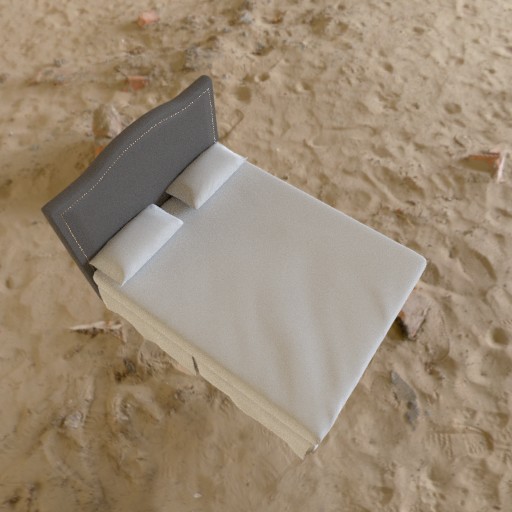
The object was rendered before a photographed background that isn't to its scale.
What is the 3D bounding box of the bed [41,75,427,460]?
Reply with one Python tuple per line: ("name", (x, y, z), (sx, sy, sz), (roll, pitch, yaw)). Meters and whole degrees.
("bed", (0.000, 0.000, 3.450), (2.282, 1.436, 1.821), (32, 64, 18))
